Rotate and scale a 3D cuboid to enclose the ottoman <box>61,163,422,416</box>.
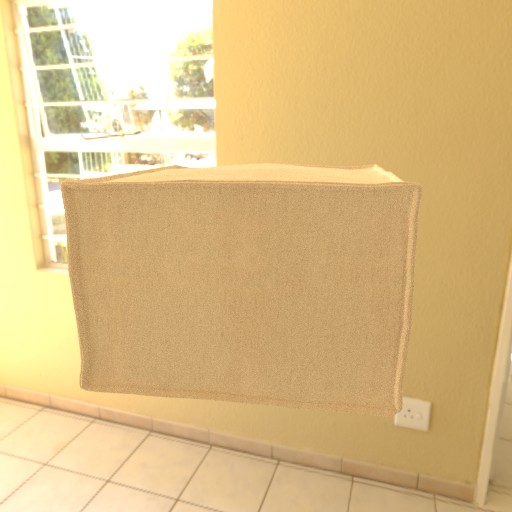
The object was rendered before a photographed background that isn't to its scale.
[{"bbox_3d":[0.000,0.000,1.165,0.707,0.470,0.696,2,15,8],"label":"ottoman"}]
